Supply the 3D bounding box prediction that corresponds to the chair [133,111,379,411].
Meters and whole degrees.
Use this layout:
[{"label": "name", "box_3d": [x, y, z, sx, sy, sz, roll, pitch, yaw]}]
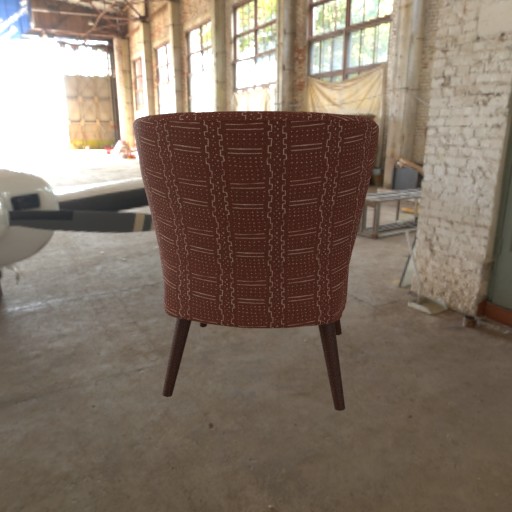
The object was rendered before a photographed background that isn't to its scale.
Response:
[{"label": "chair", "box_3d": [0.000, 0.000, 1.435, 0.706, 0.866, 0.758, 2, 16, 7]}]
